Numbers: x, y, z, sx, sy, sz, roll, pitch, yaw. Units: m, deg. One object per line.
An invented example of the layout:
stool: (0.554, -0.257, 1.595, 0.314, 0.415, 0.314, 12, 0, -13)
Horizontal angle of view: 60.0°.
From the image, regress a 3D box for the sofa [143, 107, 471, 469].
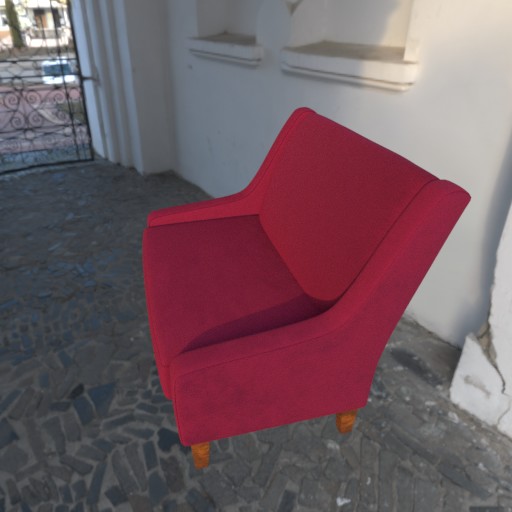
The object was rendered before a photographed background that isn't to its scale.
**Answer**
sofa: (0.000, 0.000, 1.888, 0.946, 0.976, 1.242, -8, 30, -13)
